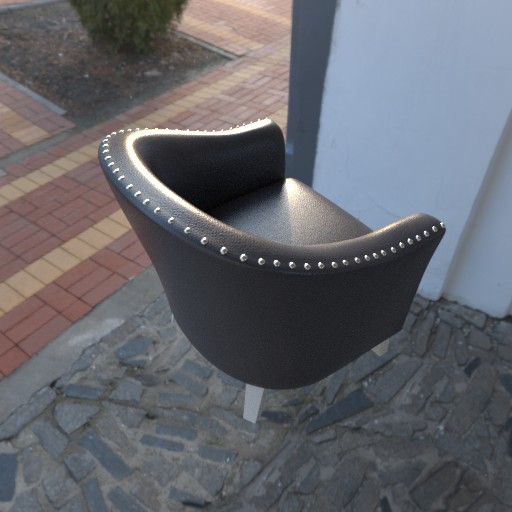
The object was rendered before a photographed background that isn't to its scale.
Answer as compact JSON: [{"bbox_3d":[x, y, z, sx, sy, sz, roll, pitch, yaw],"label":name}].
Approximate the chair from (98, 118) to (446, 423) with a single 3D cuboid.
[{"bbox_3d":[0.000,0.000,1.394,0.748,0.823,0.794,-26,49,-26],"label":"chair"}]
